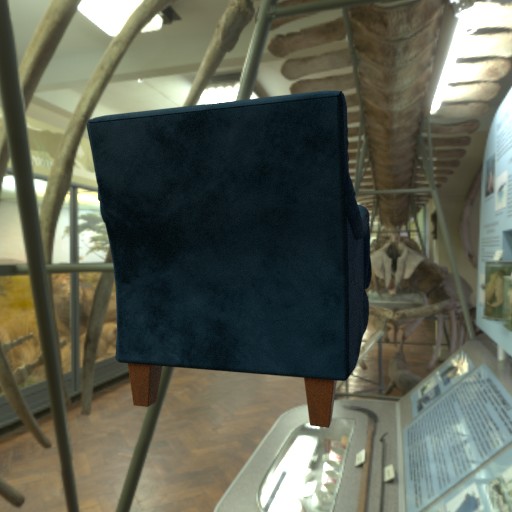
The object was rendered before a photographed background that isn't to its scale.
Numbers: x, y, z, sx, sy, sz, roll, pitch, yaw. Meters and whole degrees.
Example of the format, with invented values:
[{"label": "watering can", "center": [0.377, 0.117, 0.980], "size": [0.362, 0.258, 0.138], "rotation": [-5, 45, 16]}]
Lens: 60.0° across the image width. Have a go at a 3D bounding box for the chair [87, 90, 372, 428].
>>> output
[{"label": "chair", "center": [0.000, 0.000, 1.826], "size": [0.895, 1.076, 1.078], "rotation": [0, 0, 17]}]
